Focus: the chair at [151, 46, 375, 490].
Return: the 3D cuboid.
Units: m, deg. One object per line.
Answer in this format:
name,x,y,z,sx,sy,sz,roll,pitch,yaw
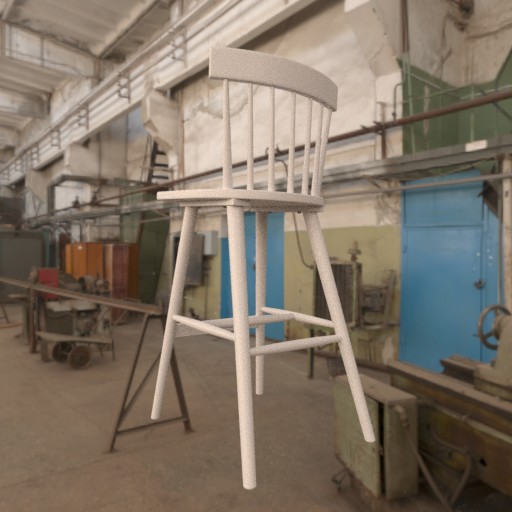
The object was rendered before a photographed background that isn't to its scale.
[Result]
chair,0.000,0.000,1.391,0.483,1.092,0.572,0,0,-36
